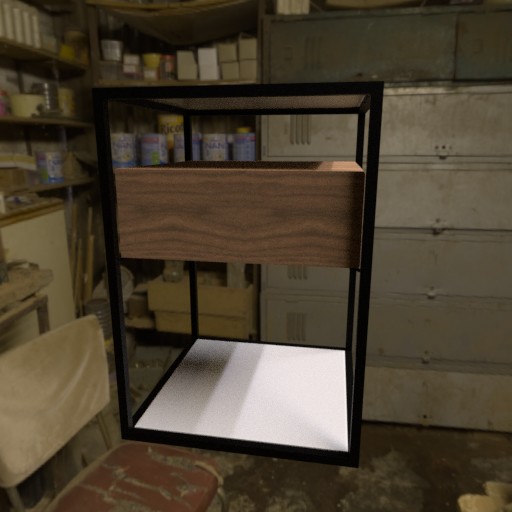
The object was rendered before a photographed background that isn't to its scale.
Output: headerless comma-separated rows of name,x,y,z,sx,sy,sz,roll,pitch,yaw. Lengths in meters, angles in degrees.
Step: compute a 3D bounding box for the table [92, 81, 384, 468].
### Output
table,0.000,0.000,0.805,0.378,0.540,0.378,3,14,10
